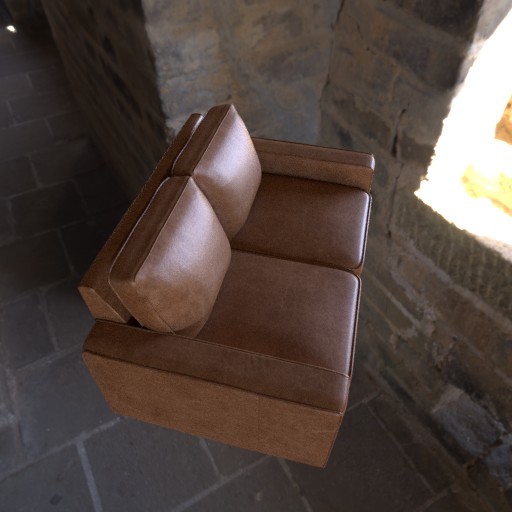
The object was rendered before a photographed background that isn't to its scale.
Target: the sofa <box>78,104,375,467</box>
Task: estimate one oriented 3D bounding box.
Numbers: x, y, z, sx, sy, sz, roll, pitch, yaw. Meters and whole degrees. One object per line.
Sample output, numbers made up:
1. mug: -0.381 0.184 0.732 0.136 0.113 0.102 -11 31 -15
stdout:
1. sofa: 0.000 0.000 2.130 1.020 0.896 1.532 10 49 9
